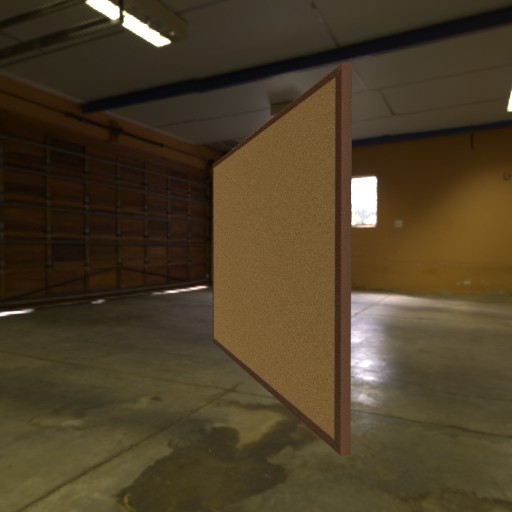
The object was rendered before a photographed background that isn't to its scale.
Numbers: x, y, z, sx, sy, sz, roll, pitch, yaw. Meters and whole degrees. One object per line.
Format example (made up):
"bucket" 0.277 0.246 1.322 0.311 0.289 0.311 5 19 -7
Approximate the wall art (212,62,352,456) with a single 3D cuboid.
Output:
"wall art" 0.000 0.000 0.826 0.014 0.455 0.660 0 1 -19
